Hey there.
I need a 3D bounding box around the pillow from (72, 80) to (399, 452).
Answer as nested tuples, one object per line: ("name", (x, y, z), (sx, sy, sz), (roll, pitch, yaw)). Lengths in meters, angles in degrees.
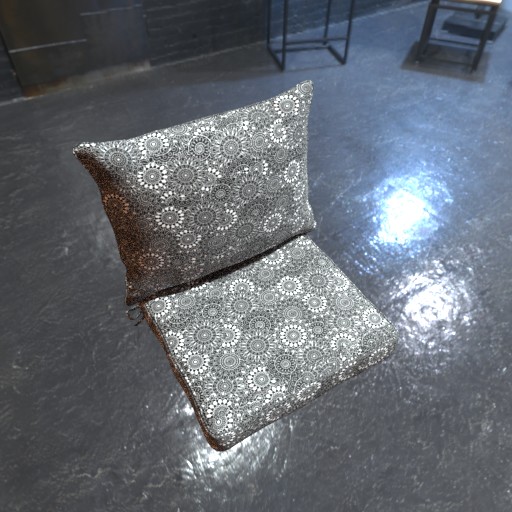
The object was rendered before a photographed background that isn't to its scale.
("pillow", (0.000, 0.000, 1.367), (0.798, 0.722, 0.740), (-23, 50, -20))
